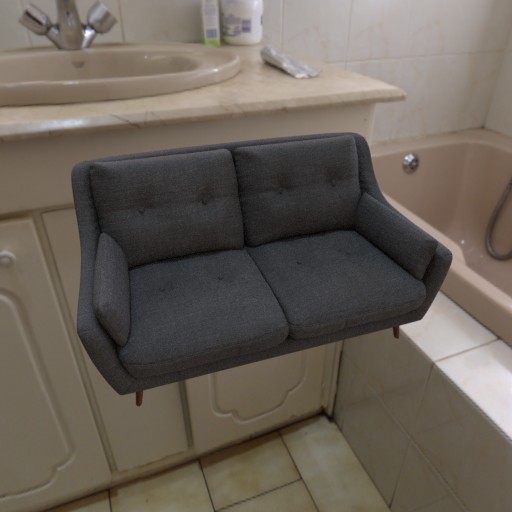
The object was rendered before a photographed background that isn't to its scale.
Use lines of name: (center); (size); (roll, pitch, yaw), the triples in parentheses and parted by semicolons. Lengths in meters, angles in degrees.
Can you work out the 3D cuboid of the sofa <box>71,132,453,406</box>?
sofa: (0.000, 0.000, 2.195); (1.646, 0.887, 0.976); (-10, 34, -16)
